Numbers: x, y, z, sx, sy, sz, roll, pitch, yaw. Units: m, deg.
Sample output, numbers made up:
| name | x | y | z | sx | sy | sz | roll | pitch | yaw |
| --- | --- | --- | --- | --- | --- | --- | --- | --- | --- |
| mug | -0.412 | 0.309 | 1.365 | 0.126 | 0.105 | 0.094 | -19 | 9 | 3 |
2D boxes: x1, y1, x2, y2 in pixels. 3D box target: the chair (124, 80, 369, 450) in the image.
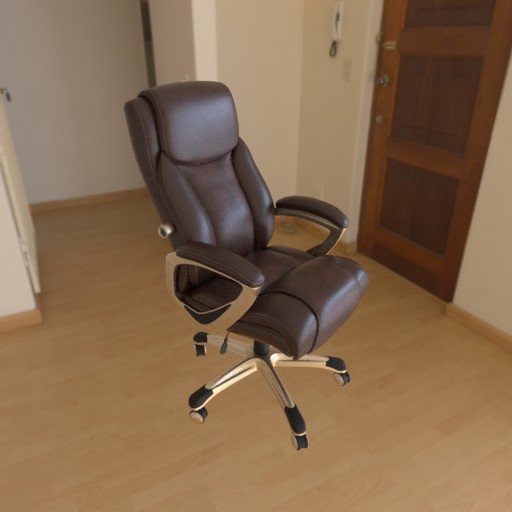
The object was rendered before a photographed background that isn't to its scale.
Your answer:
| name | x | y | z | sx | sy | sz | roll | pitch | yaw |
| --- | --- | --- | --- | --- | --- | --- | --- | --- | --- |
| chair | 0.000 | 0.000 | 1.668 | 0.749 | 1.194 | 0.692 | 18 | 31 | 32 |
